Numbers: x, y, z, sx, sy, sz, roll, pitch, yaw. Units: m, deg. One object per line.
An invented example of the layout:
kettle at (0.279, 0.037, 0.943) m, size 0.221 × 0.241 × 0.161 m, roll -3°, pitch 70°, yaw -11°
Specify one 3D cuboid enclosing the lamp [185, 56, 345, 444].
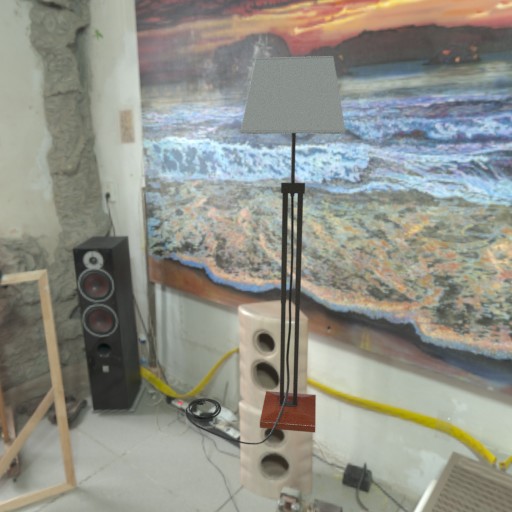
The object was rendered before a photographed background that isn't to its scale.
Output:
lamp at (0.000, 0.000, 2.054) m, size 0.745 × 1.712 × 0.472 m, roll 2°, pitch 15°, yaw 8°
